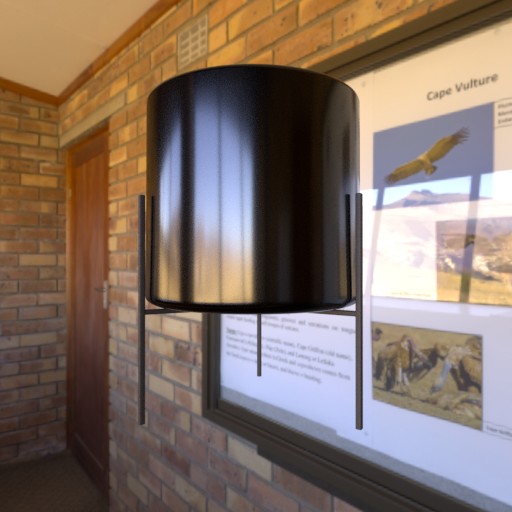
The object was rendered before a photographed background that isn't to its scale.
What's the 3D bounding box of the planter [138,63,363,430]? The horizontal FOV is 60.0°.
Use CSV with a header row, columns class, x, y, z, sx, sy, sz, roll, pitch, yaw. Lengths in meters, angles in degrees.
class,x,y,z,sx,sy,sz,roll,pitch,yaw
planter,0.000,0.000,0.643,0.310,0.432,0.310,0,0,19
